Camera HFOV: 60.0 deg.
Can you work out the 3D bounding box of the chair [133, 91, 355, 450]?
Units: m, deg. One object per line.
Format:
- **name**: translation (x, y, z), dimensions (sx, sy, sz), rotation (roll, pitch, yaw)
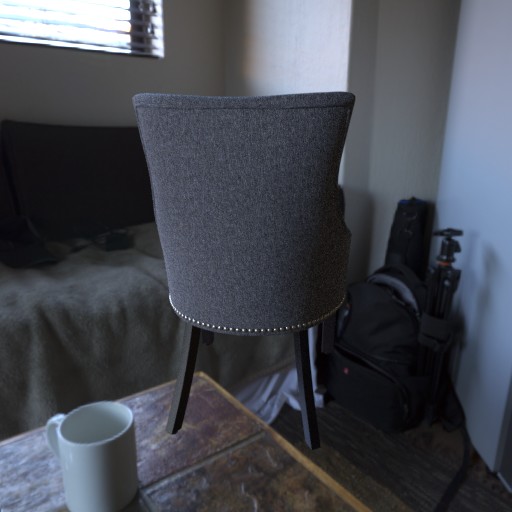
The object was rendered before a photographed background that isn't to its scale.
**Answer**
- **chair**: translation (0.000, 0.000, 1.348), dimensions (0.566, 0.909, 0.629), rotation (3, 17, 8)
